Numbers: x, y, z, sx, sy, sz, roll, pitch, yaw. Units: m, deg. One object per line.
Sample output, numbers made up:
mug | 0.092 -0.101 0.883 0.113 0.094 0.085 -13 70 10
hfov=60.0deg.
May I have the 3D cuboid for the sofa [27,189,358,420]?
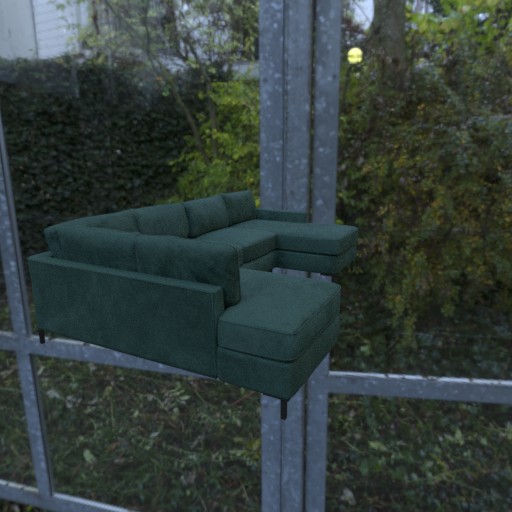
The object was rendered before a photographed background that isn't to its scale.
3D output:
sofa | 0.000 0.000 3.830 1.992 0.861 2.994 7 16 27
